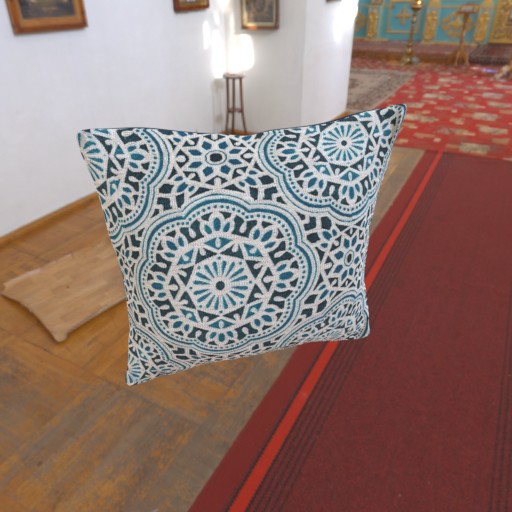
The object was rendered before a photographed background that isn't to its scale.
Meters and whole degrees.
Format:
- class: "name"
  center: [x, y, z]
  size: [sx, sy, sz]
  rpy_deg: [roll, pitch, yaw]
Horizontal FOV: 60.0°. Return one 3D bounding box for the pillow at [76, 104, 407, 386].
- class: "pillow"
  center: [0.000, 0.000, 0.669]
  size: [0.440, 0.420, 0.145]
  rpy_deg: [-9, 32, -14]
